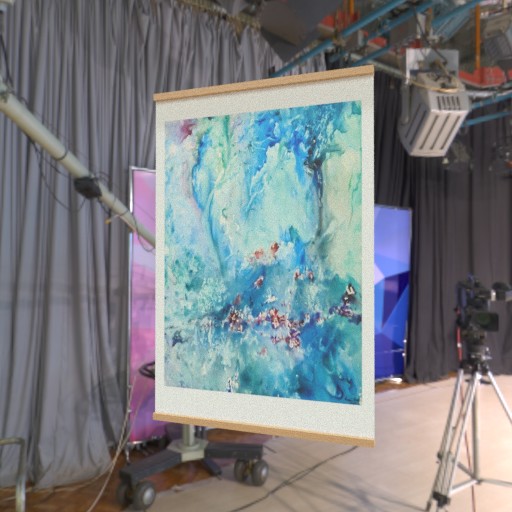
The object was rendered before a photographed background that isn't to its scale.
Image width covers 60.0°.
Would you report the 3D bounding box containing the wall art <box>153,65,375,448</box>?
[{"bbox_3d":[0.000,0.000,0.777,0.401,0.611,0.016,0,-1,18],"label":"wall art"}]
